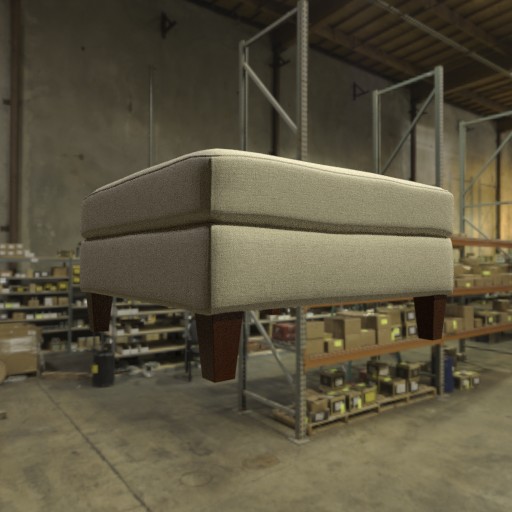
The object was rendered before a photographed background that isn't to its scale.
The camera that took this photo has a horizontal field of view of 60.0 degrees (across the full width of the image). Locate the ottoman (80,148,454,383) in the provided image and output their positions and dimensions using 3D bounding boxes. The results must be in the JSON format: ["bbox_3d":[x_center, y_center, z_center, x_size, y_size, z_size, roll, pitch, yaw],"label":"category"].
[{"bbox_3d":[0.000,0.000,1.353,0.838,0.478,0.838,0,-1,-37],"label":"ottoman"}]
